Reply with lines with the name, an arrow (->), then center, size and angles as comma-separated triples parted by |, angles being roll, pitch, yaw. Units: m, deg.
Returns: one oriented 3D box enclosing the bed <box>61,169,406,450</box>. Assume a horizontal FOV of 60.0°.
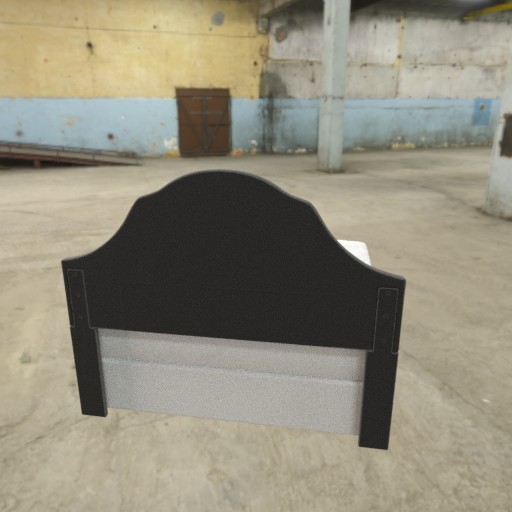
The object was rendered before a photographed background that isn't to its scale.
bed -> 0.000, 0.000, 3.562 | 2.008, 1.615, 2.214 | 3, 18, 9
